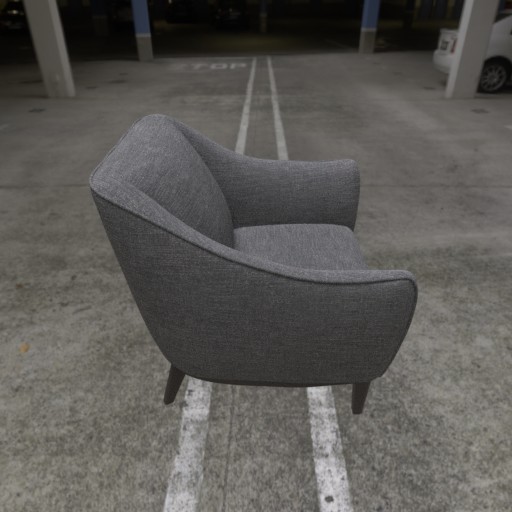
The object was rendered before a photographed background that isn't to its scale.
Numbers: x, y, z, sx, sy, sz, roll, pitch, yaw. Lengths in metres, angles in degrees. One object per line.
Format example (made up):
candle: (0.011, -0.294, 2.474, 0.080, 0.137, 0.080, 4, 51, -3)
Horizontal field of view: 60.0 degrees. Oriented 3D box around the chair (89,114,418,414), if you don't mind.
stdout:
chair: (0.000, 0.000, 1.554, 0.851, 0.829, 0.870, 0, 32, 0)
